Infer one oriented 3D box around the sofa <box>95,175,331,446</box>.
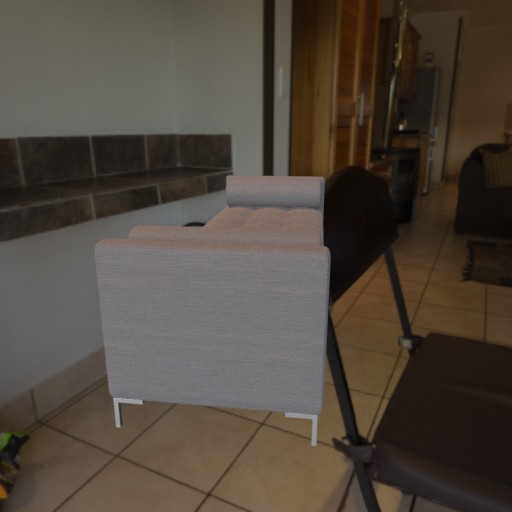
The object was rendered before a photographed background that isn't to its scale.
[{"bbox_3d":[0.000,0.000,2.260,0.686,0.635,1.981,2,16,8],"label":"sofa"}]
